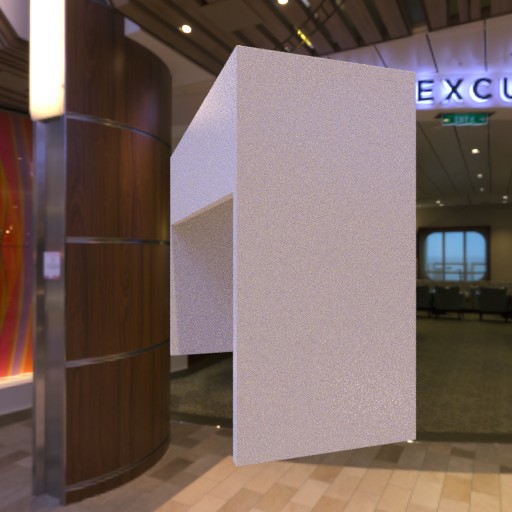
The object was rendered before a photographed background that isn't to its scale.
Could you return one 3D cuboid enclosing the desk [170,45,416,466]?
[{"bbox_3d":[0.000,0.000,1.368,0.400,0.790,1.000,0,0,-18],"label":"desk"}]
